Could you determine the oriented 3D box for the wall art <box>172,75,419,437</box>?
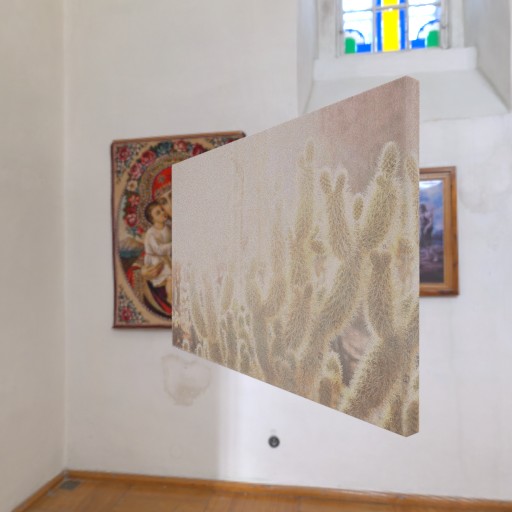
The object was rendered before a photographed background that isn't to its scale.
[{"bbox_3d":[0.000,0.000,1.126,0.040,0.608,0.916,0,0,-36],"label":"wall art"}]
